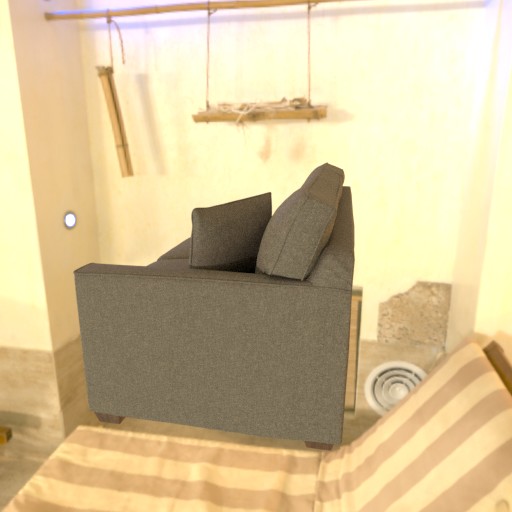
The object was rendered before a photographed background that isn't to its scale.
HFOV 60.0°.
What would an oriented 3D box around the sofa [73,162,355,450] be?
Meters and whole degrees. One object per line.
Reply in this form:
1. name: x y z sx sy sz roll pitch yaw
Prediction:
1. sofa: 0.000 0.000 2.481 1.034 0.946 1.963 3 15 11
